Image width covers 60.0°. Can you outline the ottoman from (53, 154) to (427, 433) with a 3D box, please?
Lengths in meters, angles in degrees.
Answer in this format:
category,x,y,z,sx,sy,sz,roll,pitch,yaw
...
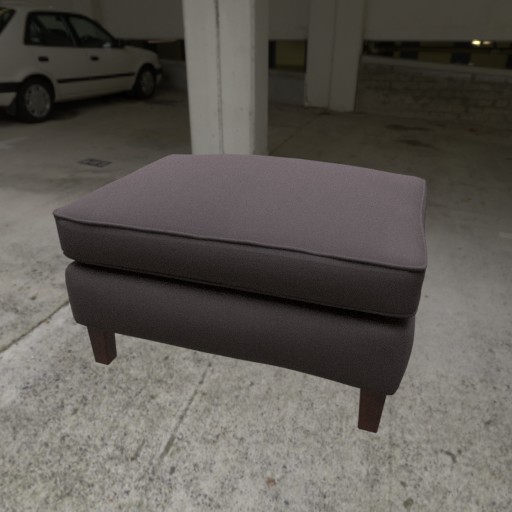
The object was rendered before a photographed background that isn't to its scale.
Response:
category,x,y,z,sx,sy,sz,roll,pitch,yaw
ottoman,0.000,0.000,0.986,0.686,0.406,0.508,9,28,17
